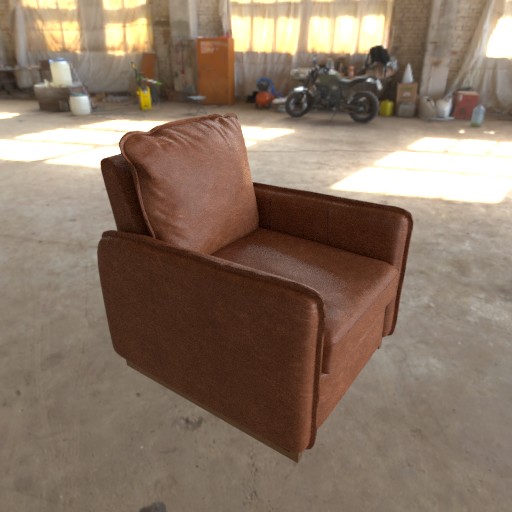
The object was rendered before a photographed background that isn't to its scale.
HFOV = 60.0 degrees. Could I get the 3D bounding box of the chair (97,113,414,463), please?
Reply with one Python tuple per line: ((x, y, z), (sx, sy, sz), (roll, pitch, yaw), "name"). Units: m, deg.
((0.000, 0.000, 1.643), (0.922, 0.922, 0.830), (18, 32, 31), "chair")
